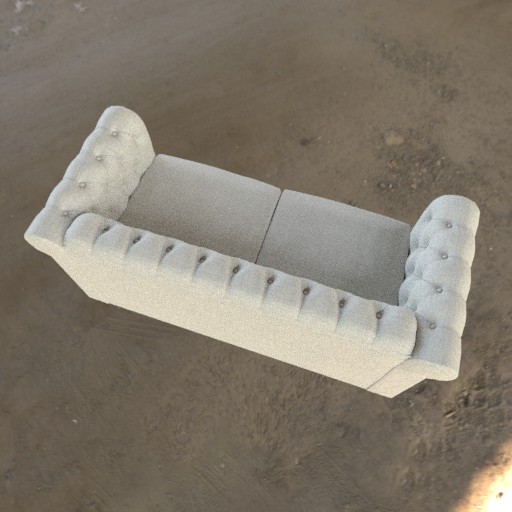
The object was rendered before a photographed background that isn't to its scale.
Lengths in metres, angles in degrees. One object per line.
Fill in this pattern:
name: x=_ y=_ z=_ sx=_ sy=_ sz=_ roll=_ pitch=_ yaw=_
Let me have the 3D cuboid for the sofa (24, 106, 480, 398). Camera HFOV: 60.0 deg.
sofa: x=0.000 y=0.000 z=2.167 sx=1.798 sy=0.797 sz=0.783 roll=17 pitch=65 yaw=8
